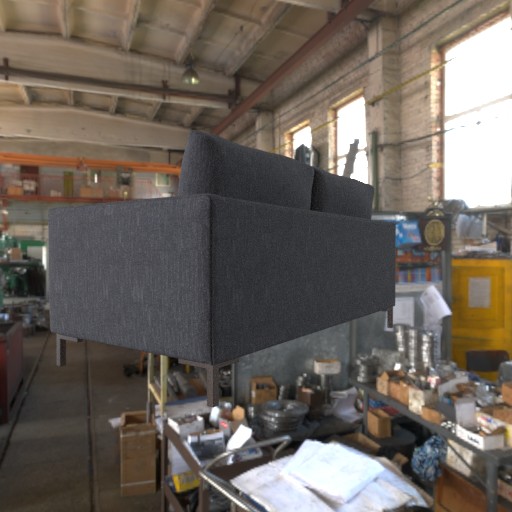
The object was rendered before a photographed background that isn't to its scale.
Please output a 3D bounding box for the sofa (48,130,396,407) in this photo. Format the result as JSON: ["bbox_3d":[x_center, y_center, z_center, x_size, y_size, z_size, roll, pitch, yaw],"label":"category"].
[{"bbox_3d":[0.000,0.000,2.199,0.866,0.862,1.716,1,1,35],"label":"sofa"}]
